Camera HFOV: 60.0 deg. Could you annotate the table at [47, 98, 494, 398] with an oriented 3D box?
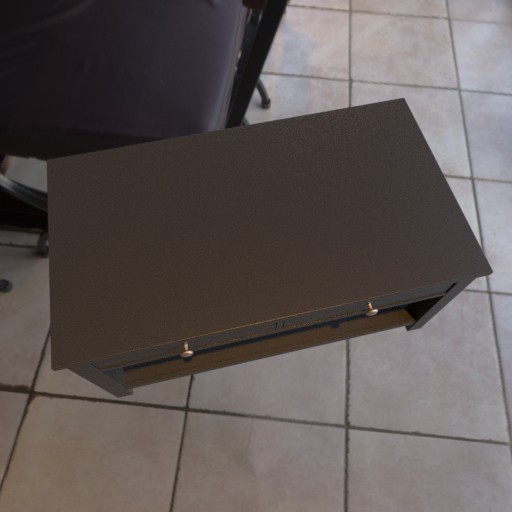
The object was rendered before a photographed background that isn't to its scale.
[{"bbox_3d":[0.000,0.000,1.386,1.068,0.493,0.612,-12,64,-6],"label":"table"}]
